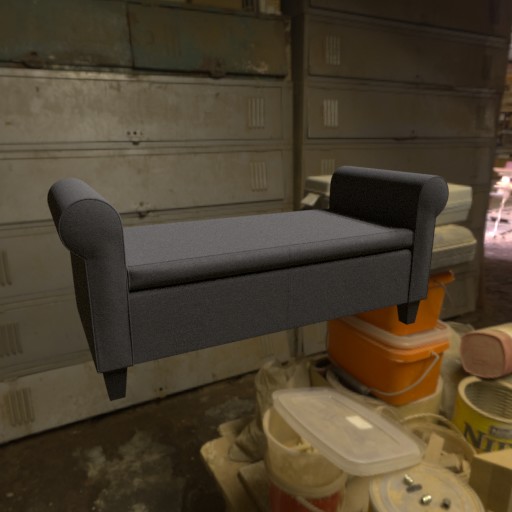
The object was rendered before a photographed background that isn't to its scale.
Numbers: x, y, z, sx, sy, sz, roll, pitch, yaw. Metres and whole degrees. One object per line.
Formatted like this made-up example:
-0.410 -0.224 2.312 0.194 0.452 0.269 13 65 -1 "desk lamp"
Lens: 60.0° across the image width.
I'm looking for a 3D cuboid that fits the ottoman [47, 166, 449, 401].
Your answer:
0.000 0.000 1.543 1.256 0.547 0.521 -8 18 -26 "ottoman"
